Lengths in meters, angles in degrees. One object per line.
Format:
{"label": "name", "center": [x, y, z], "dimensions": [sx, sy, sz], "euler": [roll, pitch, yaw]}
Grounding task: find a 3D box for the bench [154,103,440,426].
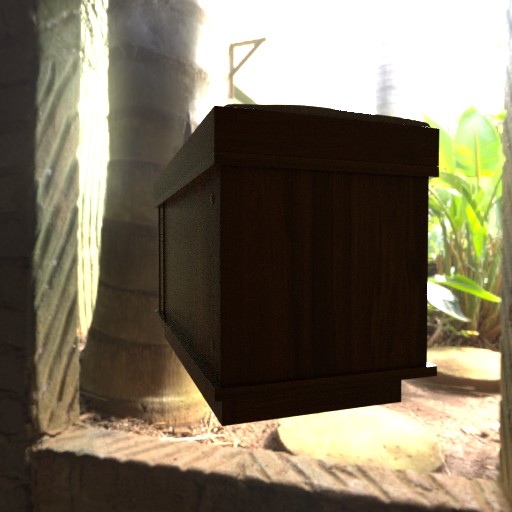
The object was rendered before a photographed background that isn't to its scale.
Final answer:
{"label": "bench", "center": [0.000, 0.000, 0.971], "dimensions": [0.362, 0.461, 0.734], "euler": [-1, 2, -19]}
